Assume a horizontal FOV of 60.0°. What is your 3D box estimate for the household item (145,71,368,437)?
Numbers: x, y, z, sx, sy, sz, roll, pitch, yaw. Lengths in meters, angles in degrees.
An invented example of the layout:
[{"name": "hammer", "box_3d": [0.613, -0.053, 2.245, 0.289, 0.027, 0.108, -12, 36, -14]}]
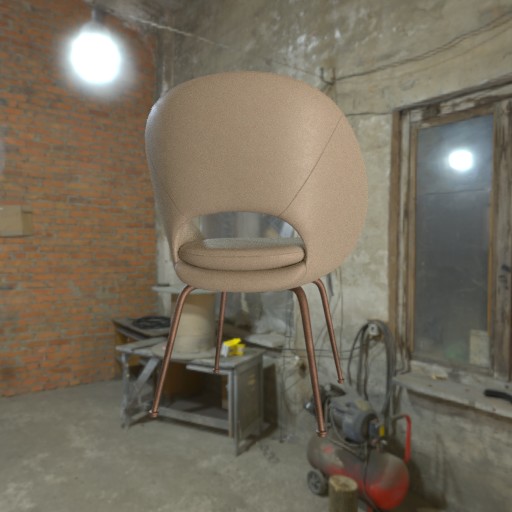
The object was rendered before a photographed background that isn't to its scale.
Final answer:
[{"name": "household item", "box_3d": [0.000, 0.000, 1.281, 0.623, 0.852, 0.573, 0, 1, 17]}]
